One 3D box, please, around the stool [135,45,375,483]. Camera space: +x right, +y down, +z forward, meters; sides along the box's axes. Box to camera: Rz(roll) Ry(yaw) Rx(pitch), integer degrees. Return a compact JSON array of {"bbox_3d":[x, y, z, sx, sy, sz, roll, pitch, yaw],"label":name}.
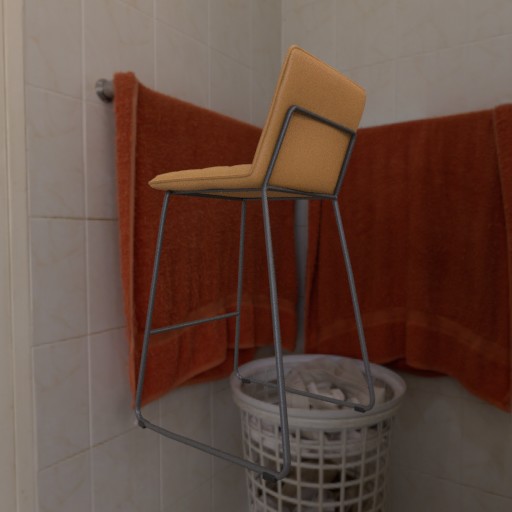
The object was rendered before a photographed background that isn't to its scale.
[{"bbox_3d":[0.000,0.000,1.251,0.524,0.936,0.489,2,3,37],"label":"stool"}]
